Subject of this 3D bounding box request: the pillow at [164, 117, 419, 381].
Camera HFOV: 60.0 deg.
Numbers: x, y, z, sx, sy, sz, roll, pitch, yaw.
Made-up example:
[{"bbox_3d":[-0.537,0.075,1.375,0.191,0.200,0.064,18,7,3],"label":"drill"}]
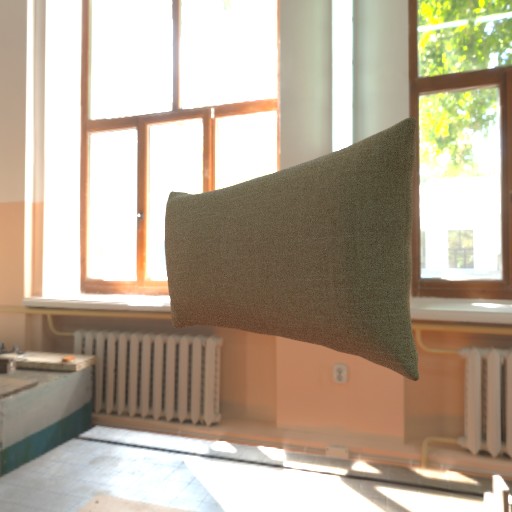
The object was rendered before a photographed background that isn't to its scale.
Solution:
[{"bbox_3d":[0.000,0.000,1.048,0.197,0.429,0.859,1,-2,-37],"label":"pillow"}]
